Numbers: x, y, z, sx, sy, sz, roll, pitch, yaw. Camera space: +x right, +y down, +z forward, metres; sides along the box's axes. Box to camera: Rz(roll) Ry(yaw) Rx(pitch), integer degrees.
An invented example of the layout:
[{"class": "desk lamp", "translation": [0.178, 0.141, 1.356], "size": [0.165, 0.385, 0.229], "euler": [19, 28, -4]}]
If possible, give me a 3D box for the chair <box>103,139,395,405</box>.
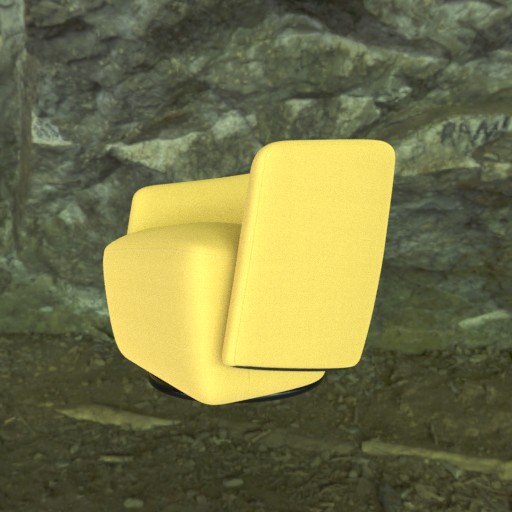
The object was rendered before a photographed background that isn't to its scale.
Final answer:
[{"class": "chair", "translation": [0.000, 0.000, 1.333], "size": [0.767, 0.698, 0.773], "euler": [0, 0, -34]}]
